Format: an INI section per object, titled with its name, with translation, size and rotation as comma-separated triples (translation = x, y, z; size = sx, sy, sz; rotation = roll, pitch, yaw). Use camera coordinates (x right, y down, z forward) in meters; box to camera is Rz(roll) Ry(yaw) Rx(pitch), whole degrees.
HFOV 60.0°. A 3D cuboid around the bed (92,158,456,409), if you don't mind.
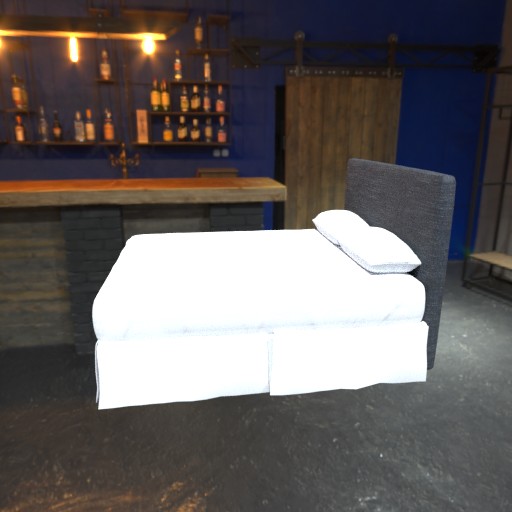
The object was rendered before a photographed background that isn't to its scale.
[bed]
translation = 0.000, 0.000, 3.318
size = 2.142, 1.330, 1.723
rotation = -2, 16, -7
